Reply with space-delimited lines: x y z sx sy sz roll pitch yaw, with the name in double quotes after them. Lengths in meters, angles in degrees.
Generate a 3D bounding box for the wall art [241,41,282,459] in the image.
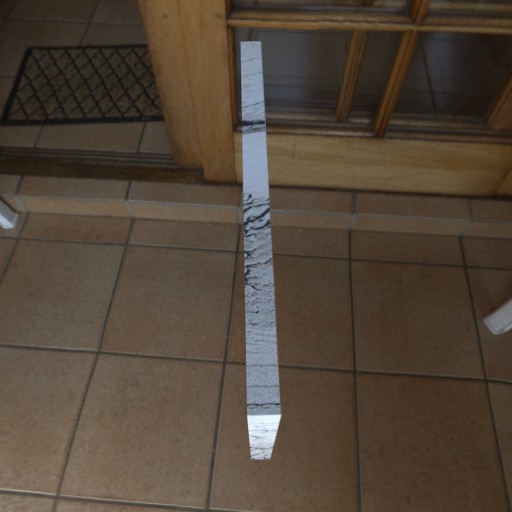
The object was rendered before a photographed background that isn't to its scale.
0.000 0.000 0.779 0.035 0.407 0.613 -1 60 -1 "wall art"
